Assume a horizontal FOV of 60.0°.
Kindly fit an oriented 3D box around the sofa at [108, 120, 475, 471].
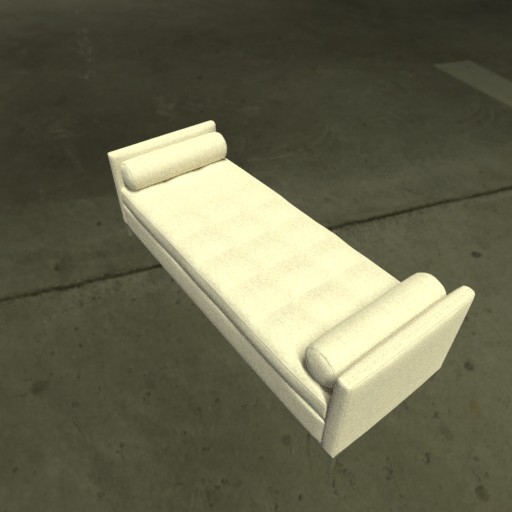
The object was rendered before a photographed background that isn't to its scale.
[{"bbox_3d":[0.000,0.000,2.525,0.797,0.655,2.102,-27,49,-27],"label":"sofa"}]
